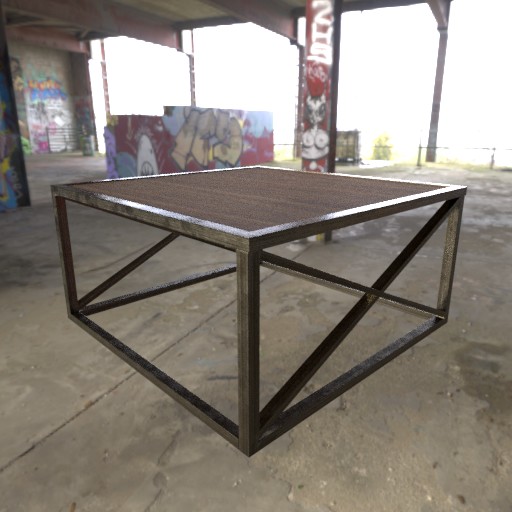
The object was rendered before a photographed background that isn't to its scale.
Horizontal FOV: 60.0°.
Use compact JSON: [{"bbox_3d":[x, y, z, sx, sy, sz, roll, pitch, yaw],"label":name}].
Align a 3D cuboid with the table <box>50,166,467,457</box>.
[{"bbox_3d":[0.000,0.000,1.423,0.899,0.451,0.909,-15,23,-41],"label":"table"}]
